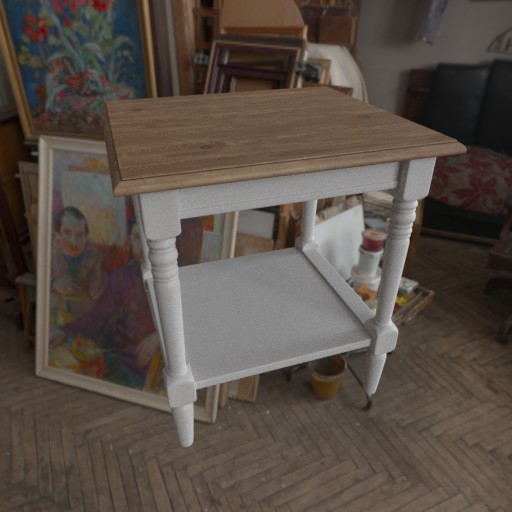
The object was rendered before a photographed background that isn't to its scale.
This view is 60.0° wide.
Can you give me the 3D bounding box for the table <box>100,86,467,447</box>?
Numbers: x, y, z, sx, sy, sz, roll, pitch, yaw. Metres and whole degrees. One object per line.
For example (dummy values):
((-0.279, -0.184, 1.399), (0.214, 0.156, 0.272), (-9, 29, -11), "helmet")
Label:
((0.000, 0.000, 0.914), (0.508, 0.561, 0.457), (-10, 33, -16), "table")
